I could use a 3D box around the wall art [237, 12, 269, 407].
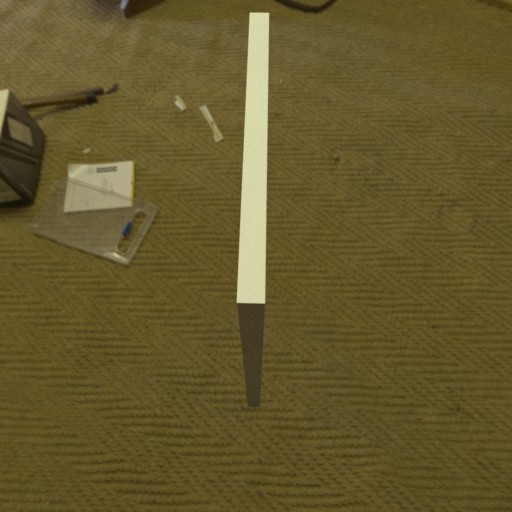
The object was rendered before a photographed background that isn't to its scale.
[{"bbox_3d":[0.000,0.000,1.143,0.039,0.915,0.612,1,63,1],"label":"wall art"}]
